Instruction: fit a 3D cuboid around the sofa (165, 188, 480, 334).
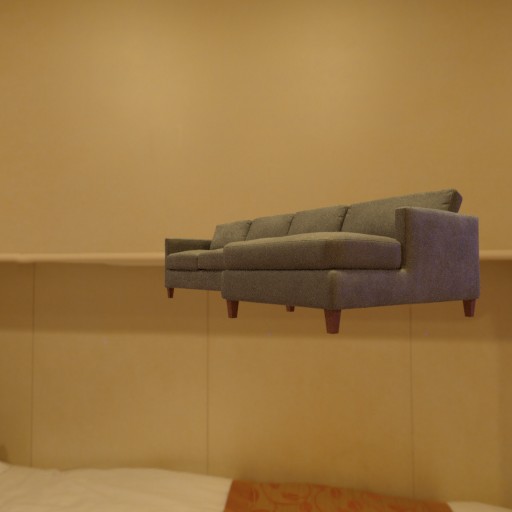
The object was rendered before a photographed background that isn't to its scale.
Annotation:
[{"bbox_3d":[0.000,0.000,4.161,1.604,0.950,3.471,1,-2,-37],"label":"sofa"}]
